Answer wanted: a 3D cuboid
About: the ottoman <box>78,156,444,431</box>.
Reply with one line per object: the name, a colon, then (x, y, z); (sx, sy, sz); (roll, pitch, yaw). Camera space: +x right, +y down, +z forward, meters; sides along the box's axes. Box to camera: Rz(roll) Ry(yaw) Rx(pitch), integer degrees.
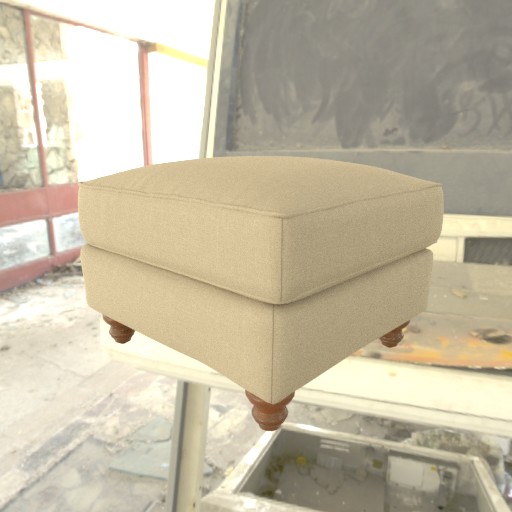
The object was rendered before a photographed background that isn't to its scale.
ottoman: (0.000, 0.000, 1.149); (0.716, 0.505, 0.662); (14, 20, 42)
